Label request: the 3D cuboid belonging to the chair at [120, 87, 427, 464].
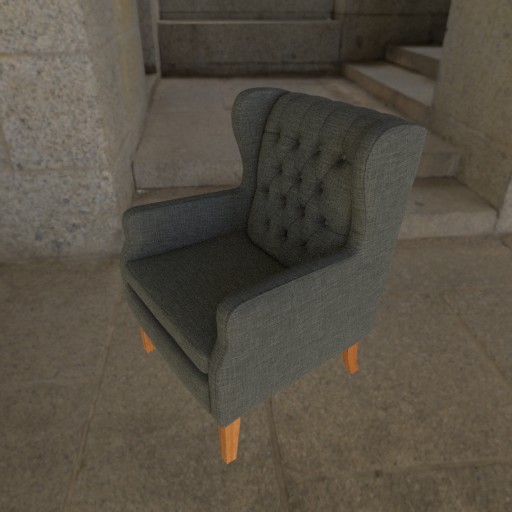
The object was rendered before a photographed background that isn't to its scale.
[{"bbox_3d":[0.000,0.000,1.506,0.775,0.953,0.711,-20,37,-30],"label":"chair"}]
